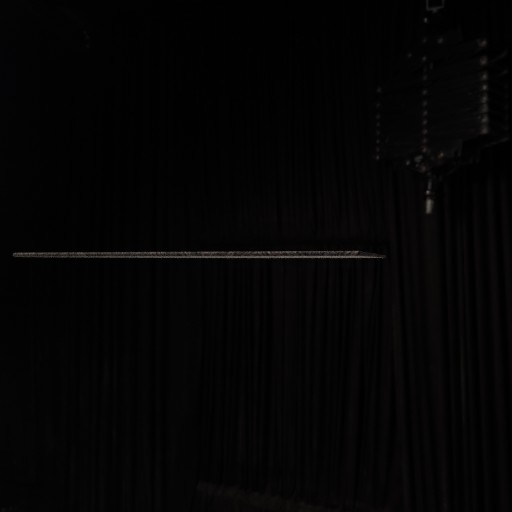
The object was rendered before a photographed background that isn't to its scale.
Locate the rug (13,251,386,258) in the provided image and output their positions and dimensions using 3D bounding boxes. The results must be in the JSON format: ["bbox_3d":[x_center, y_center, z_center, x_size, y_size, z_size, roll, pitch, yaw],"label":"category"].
[{"bbox_3d":[0.000,0.000,2.810,1.501,0.017,2.298,0,0,18],"label":"rug"}]
